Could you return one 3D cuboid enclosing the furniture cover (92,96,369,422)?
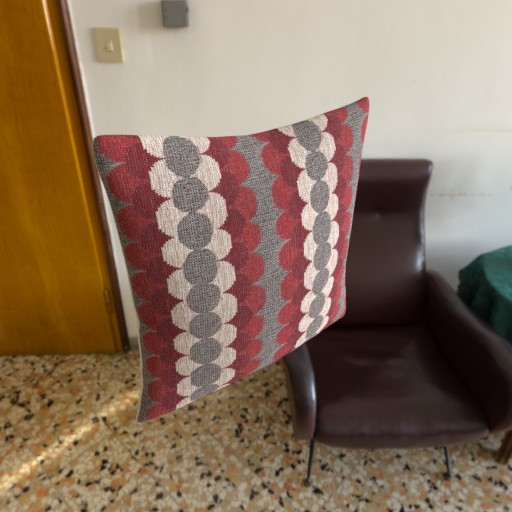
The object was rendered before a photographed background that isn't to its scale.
[{"bbox_3d":[0.000,0.000,0.661,0.435,0.420,0.145,-21,35,-32],"label":"furniture cover"}]
